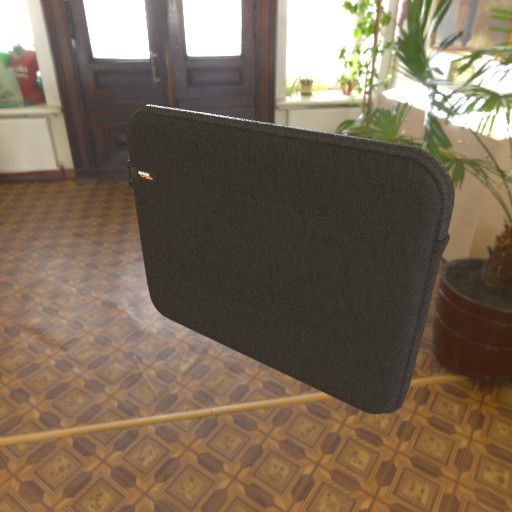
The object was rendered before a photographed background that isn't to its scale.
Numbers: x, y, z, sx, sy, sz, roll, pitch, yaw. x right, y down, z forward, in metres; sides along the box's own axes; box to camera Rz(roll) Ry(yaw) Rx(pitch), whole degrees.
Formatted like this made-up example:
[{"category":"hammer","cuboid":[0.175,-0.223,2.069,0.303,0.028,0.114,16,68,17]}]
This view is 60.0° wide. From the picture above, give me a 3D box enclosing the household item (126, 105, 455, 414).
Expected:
[{"category":"household item","cuboid":[0.000,0.000,0.513,0.396,0.305,0.030,19,34,29]}]
